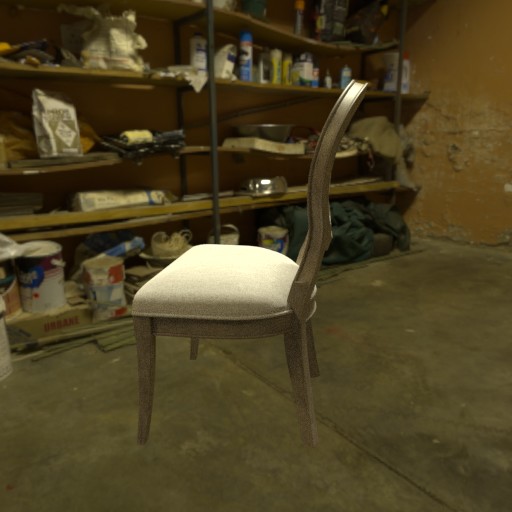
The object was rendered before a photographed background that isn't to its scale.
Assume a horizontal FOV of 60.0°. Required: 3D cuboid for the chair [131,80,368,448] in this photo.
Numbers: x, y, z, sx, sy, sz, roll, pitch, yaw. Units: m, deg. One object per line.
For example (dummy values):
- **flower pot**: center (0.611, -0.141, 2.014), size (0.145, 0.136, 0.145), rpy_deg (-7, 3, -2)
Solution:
- **chair**: center (0.000, 0.000, 1.346), size (0.602, 0.990, 0.558), rpy_deg (2, 15, 8)
